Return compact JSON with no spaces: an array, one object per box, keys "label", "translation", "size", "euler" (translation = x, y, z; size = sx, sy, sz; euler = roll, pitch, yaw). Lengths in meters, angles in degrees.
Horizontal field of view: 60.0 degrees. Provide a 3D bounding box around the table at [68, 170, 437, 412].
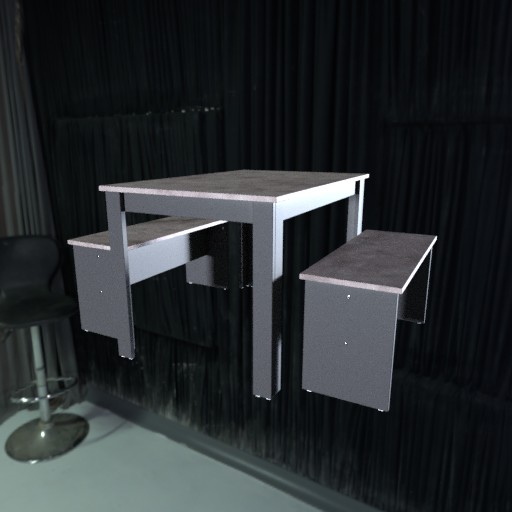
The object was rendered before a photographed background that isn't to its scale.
[{"label":"table","translation":[0.000,0.000,2.037],"size":[1.443,0.700,1.100],"euler":[8,16,27]}]
